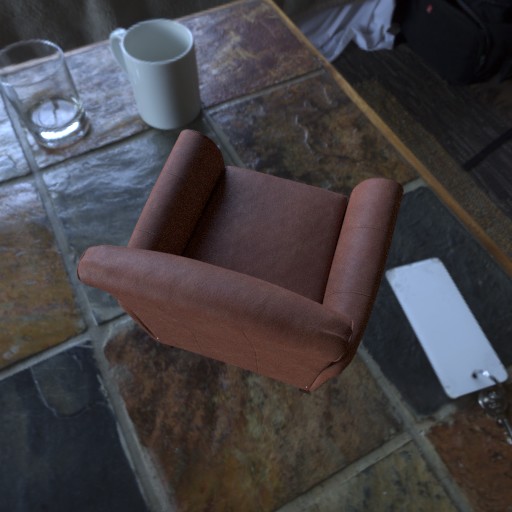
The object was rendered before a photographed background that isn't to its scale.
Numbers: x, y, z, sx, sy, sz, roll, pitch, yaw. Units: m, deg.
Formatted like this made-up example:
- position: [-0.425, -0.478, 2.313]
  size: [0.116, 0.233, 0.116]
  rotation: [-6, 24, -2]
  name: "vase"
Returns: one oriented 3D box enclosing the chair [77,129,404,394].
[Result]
- position: [0.000, 0.000, 1.732]
  size: [0.978, 1.061, 0.902]
  rotation: [16, 63, 8]
  name: "chair"
